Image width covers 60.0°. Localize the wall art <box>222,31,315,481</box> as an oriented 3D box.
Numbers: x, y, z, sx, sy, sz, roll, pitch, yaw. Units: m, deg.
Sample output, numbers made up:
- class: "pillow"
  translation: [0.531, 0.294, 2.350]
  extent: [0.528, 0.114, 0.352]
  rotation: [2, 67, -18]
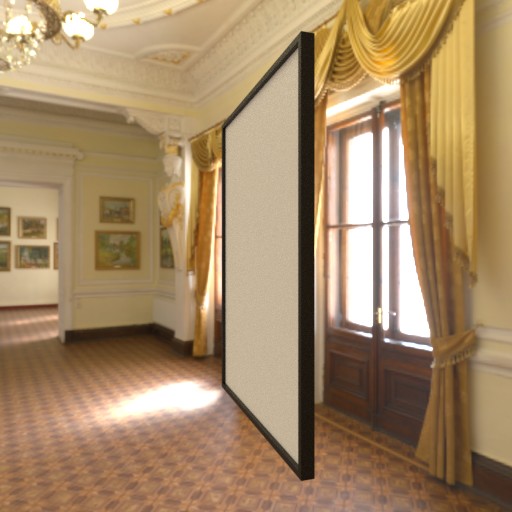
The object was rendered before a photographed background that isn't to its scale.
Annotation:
- class: "wall art"
  translation: [0.000, 0.000, 1.440]
  extent: [0.036, 1.070, 0.802]
  rotation: [0, 0, -18]
